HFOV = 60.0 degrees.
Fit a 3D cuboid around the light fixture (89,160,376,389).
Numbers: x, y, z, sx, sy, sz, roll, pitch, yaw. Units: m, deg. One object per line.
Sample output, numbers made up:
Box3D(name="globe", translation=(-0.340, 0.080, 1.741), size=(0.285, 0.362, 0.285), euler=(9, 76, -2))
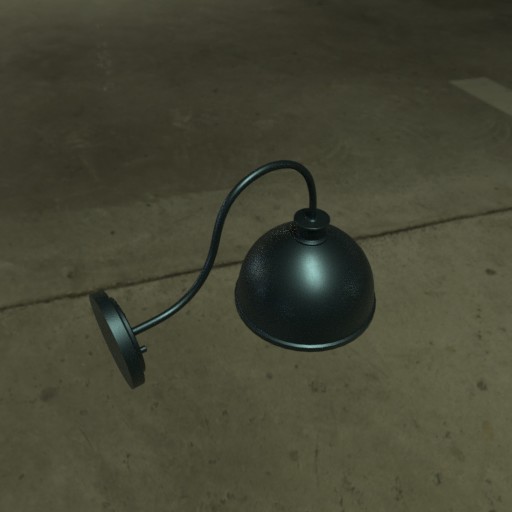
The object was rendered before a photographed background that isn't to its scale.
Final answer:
Box3D(name="light fixture", translation=(0.000, 0.000, 0.662), size=(0.467, 0.295, 0.253), euler=(-25, 46, -26))
